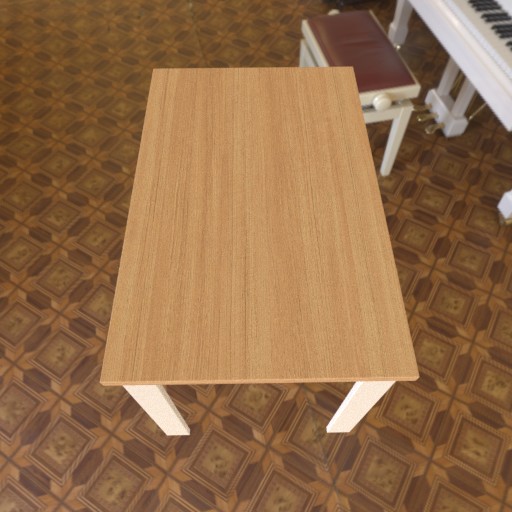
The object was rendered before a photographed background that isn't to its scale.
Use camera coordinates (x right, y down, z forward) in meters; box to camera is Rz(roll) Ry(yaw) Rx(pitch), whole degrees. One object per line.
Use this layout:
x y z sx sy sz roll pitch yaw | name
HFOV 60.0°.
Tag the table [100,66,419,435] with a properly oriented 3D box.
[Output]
0.000 0.000 1.571 0.700 0.734 1.100 -1 58 -1 | table
